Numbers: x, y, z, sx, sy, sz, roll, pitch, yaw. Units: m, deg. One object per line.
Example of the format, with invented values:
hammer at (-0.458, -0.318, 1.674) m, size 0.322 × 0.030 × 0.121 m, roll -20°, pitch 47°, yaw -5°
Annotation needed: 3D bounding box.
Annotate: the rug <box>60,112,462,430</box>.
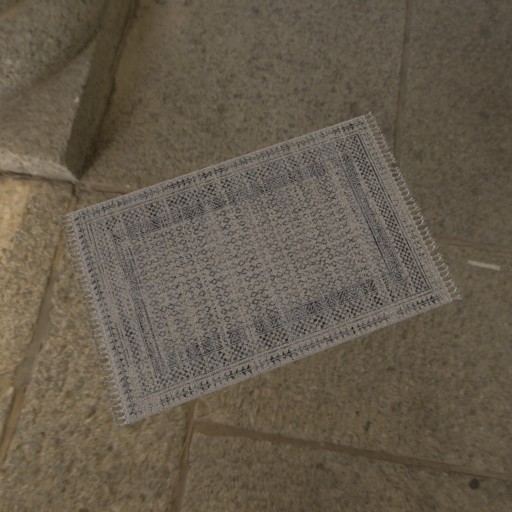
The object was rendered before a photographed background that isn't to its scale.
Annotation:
rug at (0.000, 0.000, 3.115) m, size 2.486 × 0.013 × 1.548 m, roll -20°, pitch 76°, yaw -5°
